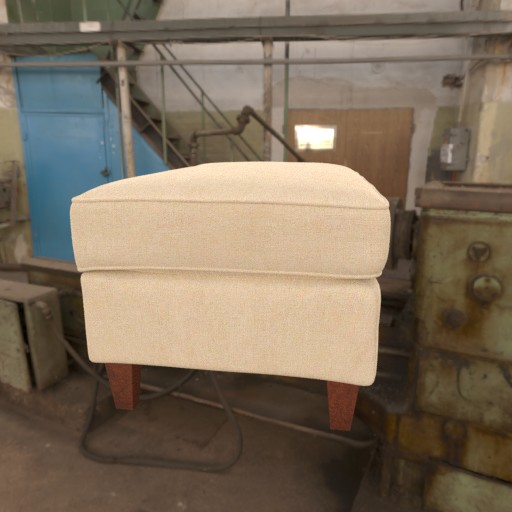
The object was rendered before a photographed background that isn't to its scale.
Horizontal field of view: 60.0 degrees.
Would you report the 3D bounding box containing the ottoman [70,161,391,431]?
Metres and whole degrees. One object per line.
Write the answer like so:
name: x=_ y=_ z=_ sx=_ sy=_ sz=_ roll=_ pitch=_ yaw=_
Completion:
ottoman: x=0.000 y=0.000 z=1.203 sx=0.583 sy=0.484 sz=0.862 roll=2 pitch=14 yaw=8
